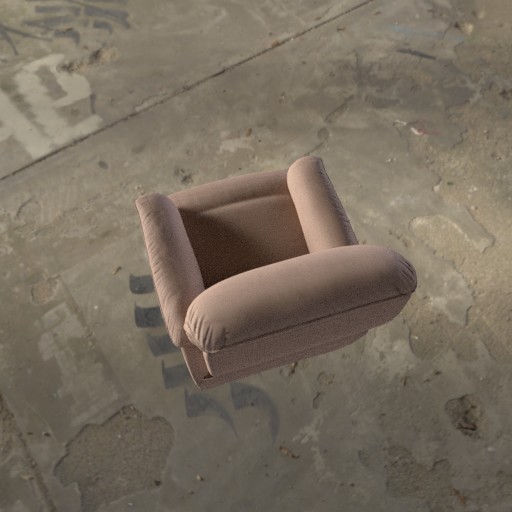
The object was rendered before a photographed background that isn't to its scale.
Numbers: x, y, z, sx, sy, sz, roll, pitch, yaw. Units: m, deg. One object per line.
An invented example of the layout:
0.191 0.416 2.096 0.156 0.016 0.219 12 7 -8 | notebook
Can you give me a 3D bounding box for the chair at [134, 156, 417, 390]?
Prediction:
0.000 0.000 1.744 0.820 1.037 1.004 -15 60 -9 | chair
